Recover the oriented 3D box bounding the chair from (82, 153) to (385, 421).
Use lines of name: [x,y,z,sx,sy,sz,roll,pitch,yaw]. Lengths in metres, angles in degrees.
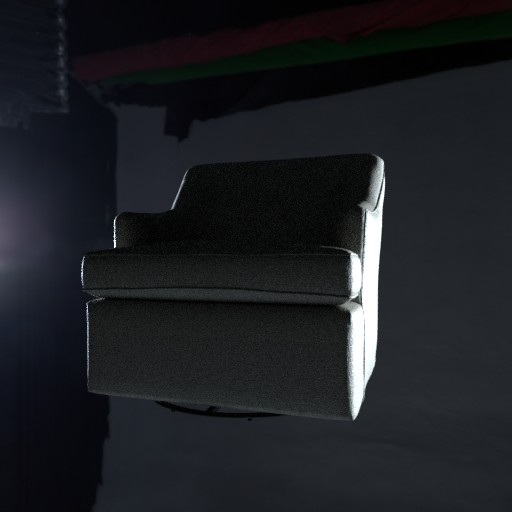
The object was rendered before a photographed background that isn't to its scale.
chair: [0.000,0.000,1.570,0.864,0.856,0.923,0,0,18]
